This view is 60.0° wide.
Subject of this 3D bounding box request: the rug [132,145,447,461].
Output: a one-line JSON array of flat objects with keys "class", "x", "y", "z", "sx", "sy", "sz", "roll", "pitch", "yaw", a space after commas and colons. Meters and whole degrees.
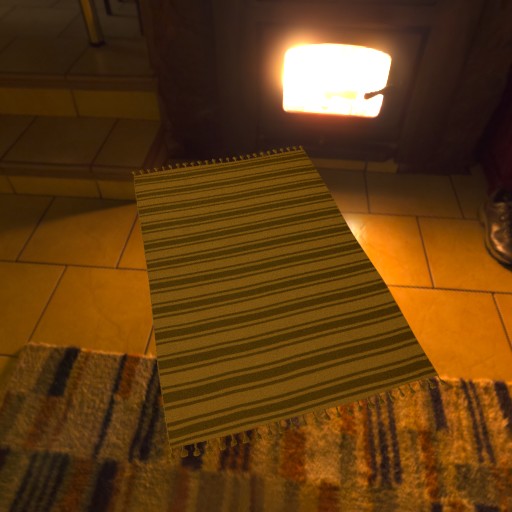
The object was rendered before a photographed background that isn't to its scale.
[{"class": "rug", "x": 0.000, "y": 0.000, "z": 2.357, "sx": 1.162, "sy": 0.013, "sz": 1.875, "roll": -11, "pitch": 48, "yaw": -10}]
